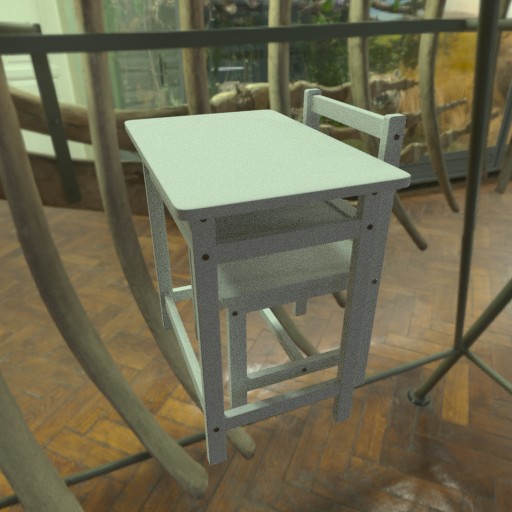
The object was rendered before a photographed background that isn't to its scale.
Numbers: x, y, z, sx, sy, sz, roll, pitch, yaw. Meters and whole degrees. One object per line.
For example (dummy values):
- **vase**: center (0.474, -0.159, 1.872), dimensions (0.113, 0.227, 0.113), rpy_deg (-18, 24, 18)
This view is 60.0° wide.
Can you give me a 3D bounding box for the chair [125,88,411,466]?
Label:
- **chair**: center (0.000, 0.000, 1.042), dimensions (0.461, 0.673, 0.599), rpy_deg (-11, 31, -19)
